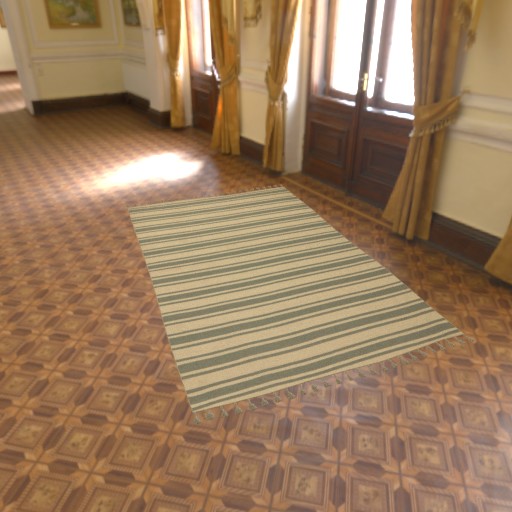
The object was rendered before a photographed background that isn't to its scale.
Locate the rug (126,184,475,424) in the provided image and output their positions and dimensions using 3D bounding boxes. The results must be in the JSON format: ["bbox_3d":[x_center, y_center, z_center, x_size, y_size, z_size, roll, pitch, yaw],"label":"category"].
[{"bbox_3d":[0.000,0.000,2.527,1.222,0.009,2.084,-10,31,-18],"label":"rug"}]
